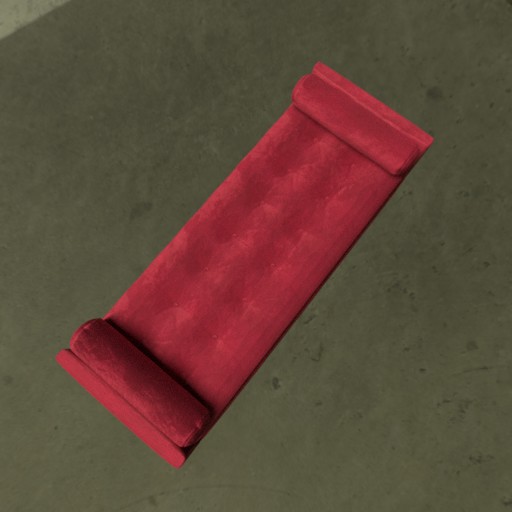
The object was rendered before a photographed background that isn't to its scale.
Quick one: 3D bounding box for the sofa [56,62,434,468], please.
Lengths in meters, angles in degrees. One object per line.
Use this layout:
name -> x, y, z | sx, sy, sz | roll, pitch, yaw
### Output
sofa -> 0.000, 0.000, 2.496 | 0.796, 0.705, 2.102 | 38, 79, 9
